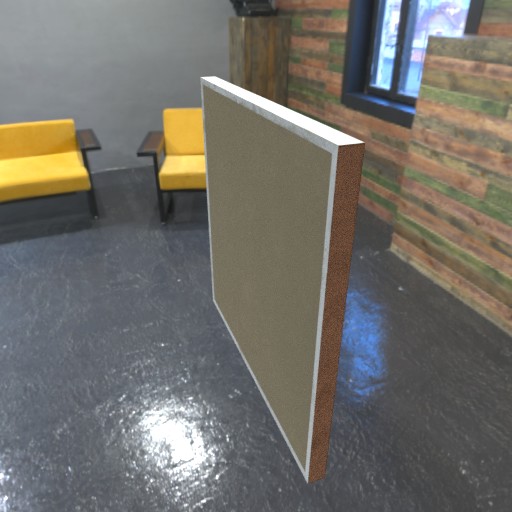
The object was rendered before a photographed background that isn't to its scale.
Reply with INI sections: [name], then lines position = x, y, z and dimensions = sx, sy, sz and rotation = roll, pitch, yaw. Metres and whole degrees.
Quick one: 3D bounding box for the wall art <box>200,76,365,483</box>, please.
[wall art]
position = 0.000, 0.000, 0.748
dimensions = 0.029, 0.506, 0.508
rotation = -11, 31, -18
